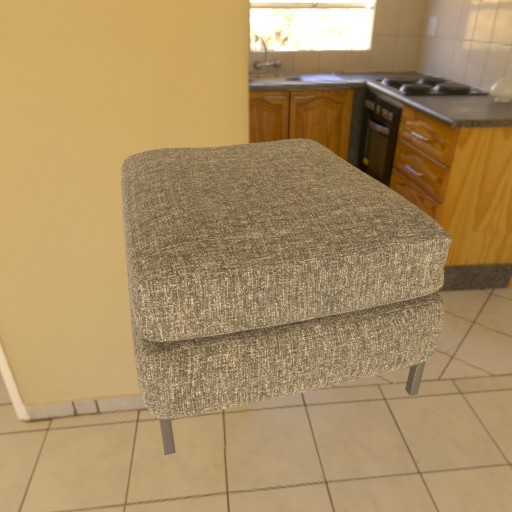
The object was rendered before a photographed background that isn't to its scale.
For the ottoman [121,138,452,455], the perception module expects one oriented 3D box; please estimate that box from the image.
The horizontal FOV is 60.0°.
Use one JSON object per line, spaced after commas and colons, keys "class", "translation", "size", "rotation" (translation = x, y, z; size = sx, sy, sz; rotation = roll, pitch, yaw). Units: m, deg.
{"class": "ottoman", "translation": [0.000, 0.000, 1.210], "size": [0.683, 0.480, 0.828], "rotation": [-8, 30, -14]}
